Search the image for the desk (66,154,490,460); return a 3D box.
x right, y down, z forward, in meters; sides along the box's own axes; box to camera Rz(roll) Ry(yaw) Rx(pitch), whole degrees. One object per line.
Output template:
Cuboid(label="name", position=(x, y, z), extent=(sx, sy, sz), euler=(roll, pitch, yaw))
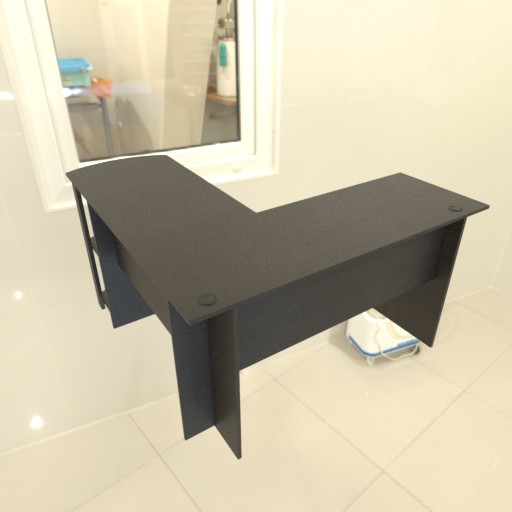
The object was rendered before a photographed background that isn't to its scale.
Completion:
Cuboid(label="desk", position=(0.000, 0.000, 2.102), extent=(1.303, 0.716, 1.361), euler=(-19, 35, -28))
